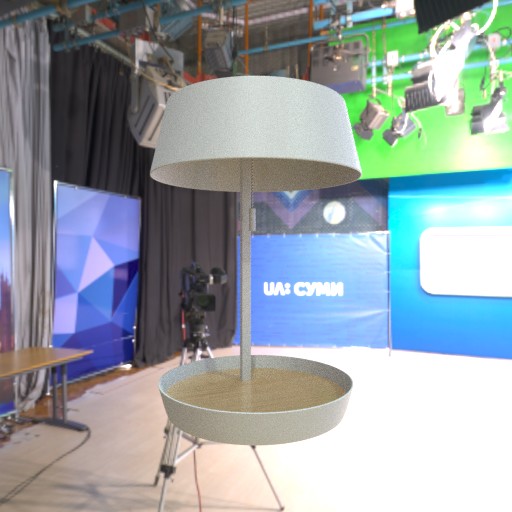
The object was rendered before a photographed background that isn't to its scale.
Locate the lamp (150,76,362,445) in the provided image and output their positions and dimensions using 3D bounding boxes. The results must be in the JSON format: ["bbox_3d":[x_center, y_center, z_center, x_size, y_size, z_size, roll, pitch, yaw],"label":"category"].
[{"bbox_3d":[0.000,0.000,0.626,0.291,0.429,0.291,0,1,0],"label":"lamp"}]
